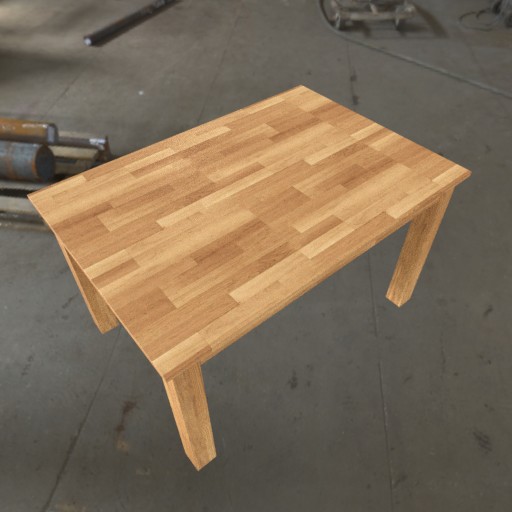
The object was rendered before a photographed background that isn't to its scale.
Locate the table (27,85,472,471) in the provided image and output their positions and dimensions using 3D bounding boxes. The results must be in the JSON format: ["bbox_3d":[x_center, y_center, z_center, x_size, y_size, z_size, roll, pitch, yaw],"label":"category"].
[{"bbox_3d":[0.000,0.000,1.842,1.300,0.750,0.900,-31,54,-26],"label":"table"}]
